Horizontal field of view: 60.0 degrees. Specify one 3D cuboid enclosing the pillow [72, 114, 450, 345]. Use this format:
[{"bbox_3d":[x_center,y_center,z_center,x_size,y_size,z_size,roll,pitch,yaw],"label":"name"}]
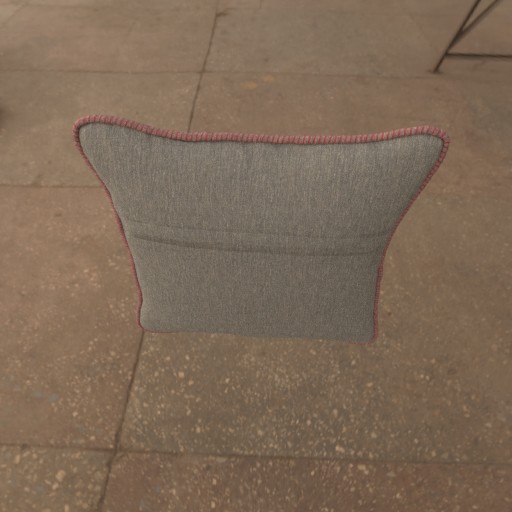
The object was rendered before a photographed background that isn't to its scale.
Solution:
[{"bbox_3d":[0.000,0.000,0.726,0.482,0.491,0.124,3,47,3],"label":"pillow"}]
